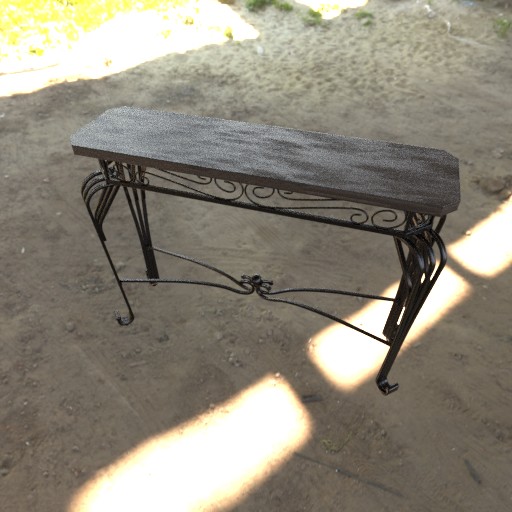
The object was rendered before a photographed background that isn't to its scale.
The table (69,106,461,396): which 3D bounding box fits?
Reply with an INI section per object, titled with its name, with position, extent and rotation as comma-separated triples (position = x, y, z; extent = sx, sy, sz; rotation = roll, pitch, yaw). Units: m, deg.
[table]
position = 0.000, 0.000, 1.497
extent = 1.112, 0.800, 0.329
rotation = 12, 42, 13
